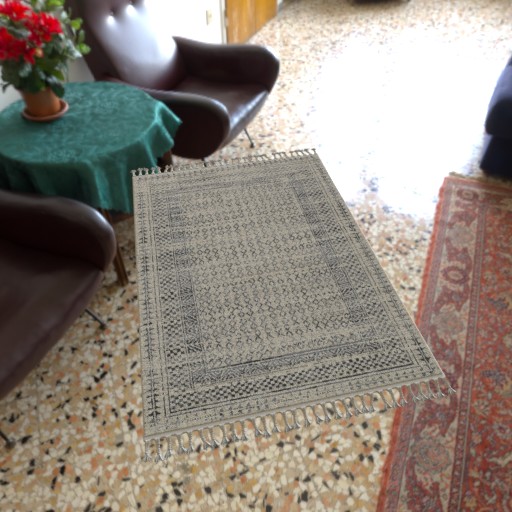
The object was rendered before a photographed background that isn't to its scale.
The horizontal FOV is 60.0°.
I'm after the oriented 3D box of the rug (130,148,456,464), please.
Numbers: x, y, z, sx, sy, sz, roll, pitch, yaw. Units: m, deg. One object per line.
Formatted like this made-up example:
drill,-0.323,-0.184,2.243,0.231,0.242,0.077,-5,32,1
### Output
rug,0.000,0.000,2.300,1.243,0.013,1.872,-9,46,-9
